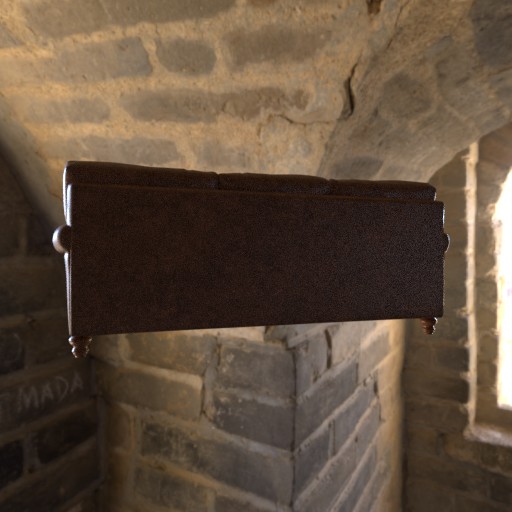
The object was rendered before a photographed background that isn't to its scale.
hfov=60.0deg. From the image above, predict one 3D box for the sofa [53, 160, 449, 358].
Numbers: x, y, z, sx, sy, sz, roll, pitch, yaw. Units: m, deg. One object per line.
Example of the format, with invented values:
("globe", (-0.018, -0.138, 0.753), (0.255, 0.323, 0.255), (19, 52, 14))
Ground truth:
("sofa", (0.000, 0.000, 2.855), (2.351, 0.977, 0.973), (0, 0, -18))
